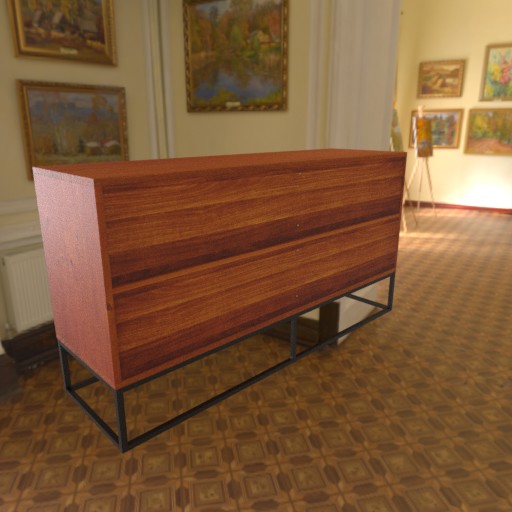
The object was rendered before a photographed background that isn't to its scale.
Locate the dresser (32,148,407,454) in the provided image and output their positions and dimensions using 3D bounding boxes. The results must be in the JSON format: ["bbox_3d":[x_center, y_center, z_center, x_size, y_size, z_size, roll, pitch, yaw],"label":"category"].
[{"bbox_3d":[0.000,0.000,1.865,1.536,0.810,0.464,-15,22,-41],"label":"dresser"}]
